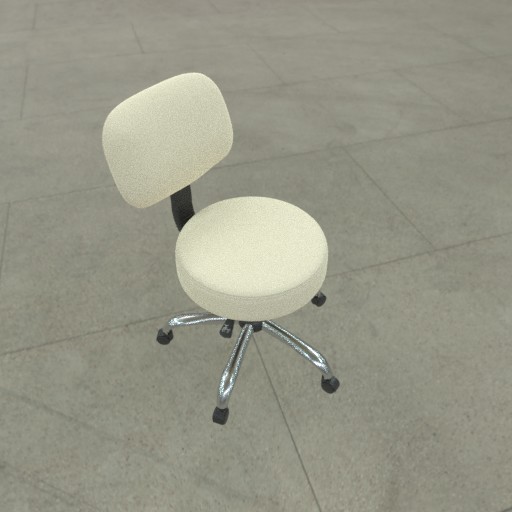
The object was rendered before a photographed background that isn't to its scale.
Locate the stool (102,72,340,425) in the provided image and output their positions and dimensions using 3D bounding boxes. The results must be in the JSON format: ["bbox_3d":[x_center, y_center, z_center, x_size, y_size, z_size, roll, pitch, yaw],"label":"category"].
[{"bbox_3d":[0.000,0.000,1.218,0.616,0.810,0.609,27,50,26],"label":"stool"}]
